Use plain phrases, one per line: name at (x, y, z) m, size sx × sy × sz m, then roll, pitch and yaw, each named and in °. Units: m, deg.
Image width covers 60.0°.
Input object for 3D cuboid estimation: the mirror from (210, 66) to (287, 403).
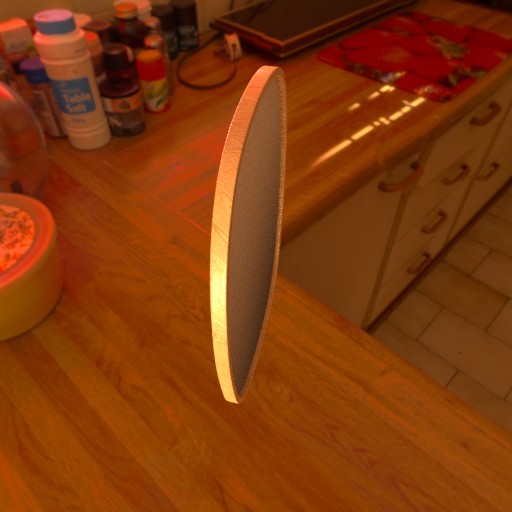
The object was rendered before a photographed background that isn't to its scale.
mirror at (0.000, 0.000, 1.350) m, size 0.037 × 1.075 × 0.724 m, roll 10°, pitch 48°, yaw 9°
